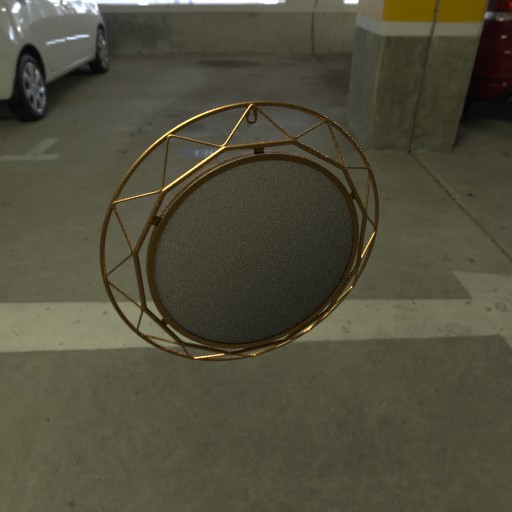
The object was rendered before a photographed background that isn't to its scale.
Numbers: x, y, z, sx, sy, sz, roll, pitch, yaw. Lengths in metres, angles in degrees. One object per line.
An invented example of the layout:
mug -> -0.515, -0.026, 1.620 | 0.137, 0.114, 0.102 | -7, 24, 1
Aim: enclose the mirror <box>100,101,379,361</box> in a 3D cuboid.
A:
mirror -> 0.000, 0.000, 0.684 | 0.454, 0.454, 0.043 | -10, 33, -16
